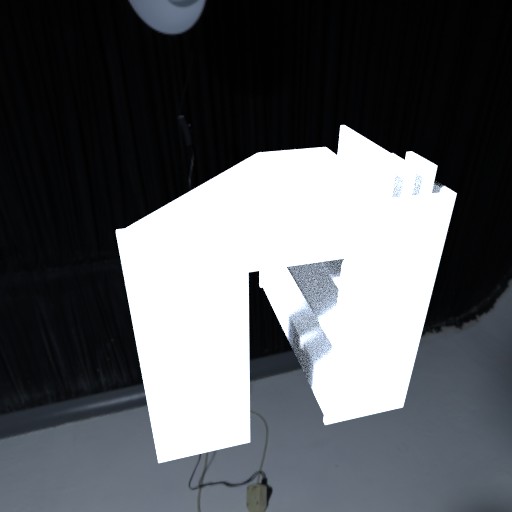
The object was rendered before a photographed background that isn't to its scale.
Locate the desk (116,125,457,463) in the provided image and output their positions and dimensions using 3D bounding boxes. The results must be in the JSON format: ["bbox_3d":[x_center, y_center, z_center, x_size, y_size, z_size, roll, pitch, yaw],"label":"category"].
[{"bbox_3d":[0.000,0.000,1.766,0.940,0.986,0.940,-8,32,-13],"label":"desk"}]
